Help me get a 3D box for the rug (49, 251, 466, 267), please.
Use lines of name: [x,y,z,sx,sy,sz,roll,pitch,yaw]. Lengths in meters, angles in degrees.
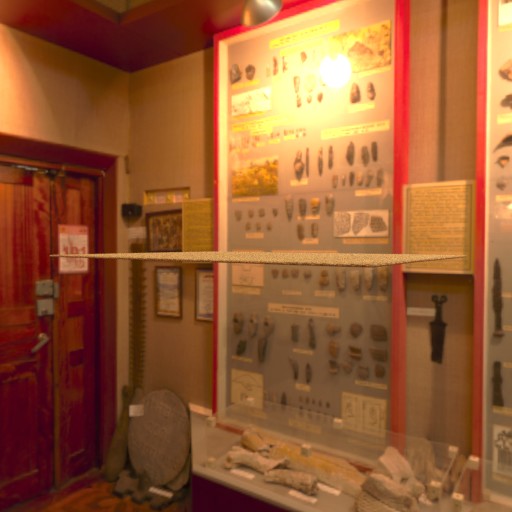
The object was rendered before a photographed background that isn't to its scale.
rug: [0.000,0.000,2.756,2.141,0.013,1.566,1,2,36]
